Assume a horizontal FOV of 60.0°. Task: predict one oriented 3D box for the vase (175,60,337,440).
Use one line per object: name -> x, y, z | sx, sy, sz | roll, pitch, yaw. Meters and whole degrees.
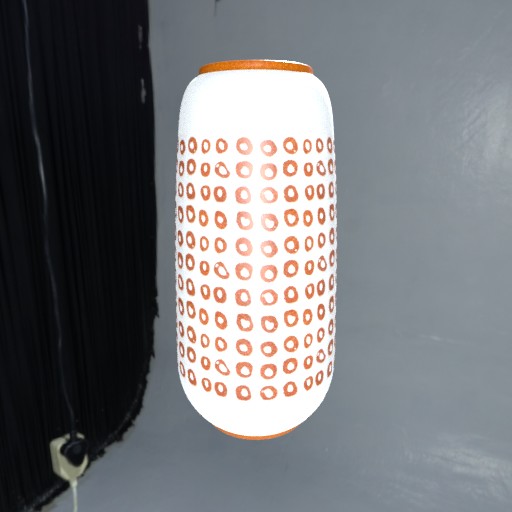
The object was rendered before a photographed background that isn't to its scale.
vase -> 0.000, 0.000, 0.359 | 0.133, 0.282, 0.133 | 0, 15, 0
